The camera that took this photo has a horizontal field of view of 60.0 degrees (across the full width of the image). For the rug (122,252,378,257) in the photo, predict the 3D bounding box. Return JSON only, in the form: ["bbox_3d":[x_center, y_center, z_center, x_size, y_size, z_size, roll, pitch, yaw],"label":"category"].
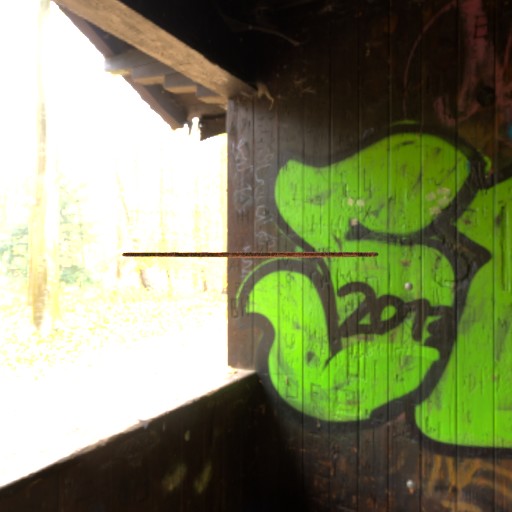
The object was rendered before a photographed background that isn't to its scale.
[{"bbox_3d":[0.000,0.000,2.577,0.810,0.016,2.413,0,0,1],"label":"rug"}]
